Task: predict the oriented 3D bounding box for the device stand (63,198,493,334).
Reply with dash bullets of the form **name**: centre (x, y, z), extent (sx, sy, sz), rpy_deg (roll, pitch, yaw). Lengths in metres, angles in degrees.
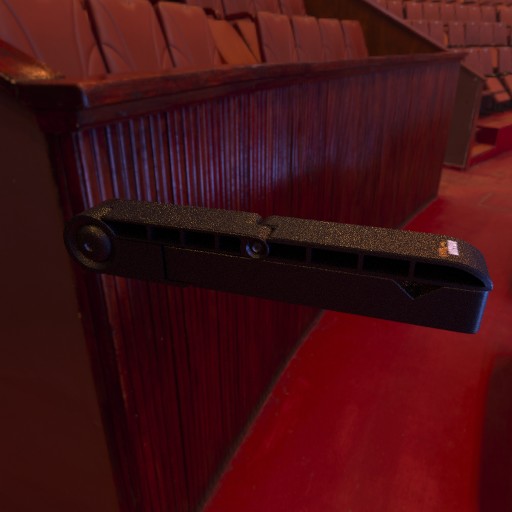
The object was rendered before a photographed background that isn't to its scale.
- **device stand**: centre (0.000, 0.000, 0.190), extent (0.179, 0.030, 0.026), rpy_deg (8, 27, 16)
